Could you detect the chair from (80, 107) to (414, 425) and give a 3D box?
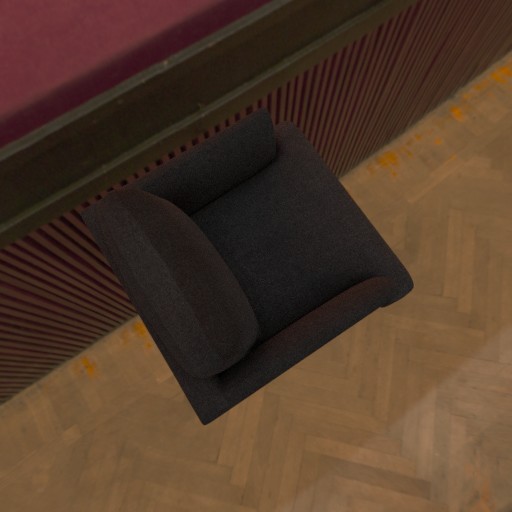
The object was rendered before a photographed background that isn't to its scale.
[{"bbox_3d":[0.000,0.000,1.671,0.899,0.957,0.858,-32,77,-8],"label":"chair"}]
